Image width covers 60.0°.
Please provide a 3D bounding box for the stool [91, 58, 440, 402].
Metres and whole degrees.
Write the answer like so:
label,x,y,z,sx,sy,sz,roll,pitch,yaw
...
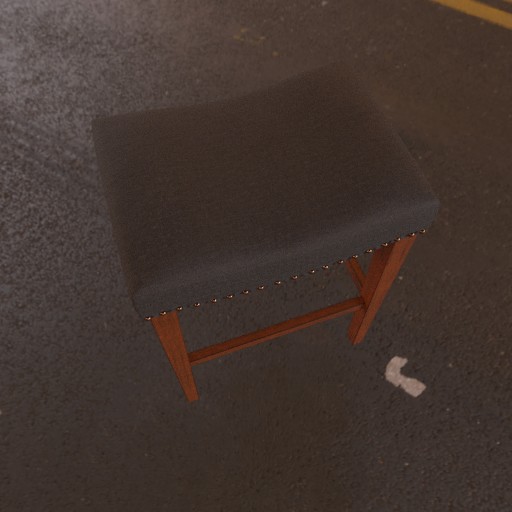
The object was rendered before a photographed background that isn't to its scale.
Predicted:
label,x,y,z,sx,sy,sz,roll,pitch,yaw
stool,0.000,0.000,0.860,0.439,0.612,0.320,-17,63,-9
